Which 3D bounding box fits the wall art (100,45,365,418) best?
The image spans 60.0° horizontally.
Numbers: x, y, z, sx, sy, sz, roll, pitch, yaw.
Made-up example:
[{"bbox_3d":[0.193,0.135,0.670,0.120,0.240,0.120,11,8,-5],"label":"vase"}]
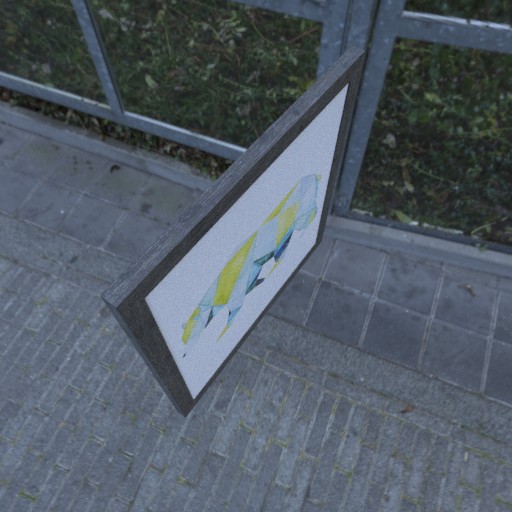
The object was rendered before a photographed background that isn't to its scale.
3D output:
[{"bbox_3d":[0.000,0.000,0.691,0.027,0.459,0.462,32,63,18],"label":"wall art"}]
